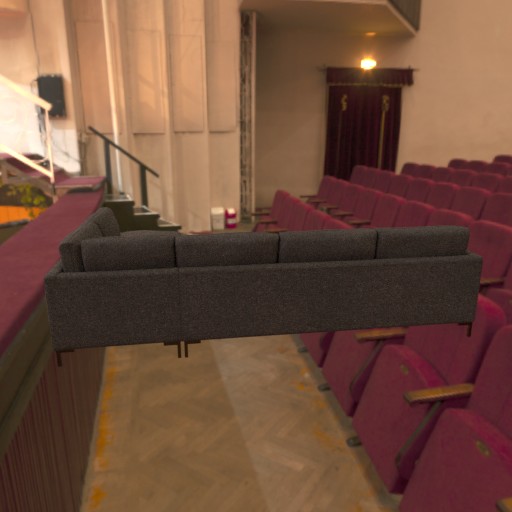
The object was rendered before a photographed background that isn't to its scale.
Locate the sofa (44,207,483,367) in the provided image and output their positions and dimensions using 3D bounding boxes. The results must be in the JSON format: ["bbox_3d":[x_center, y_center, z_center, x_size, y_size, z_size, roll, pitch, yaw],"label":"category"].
[{"bbox_3d":[0.000,0.000,3.858,2.949,0.815,2.007,-2,16,-8],"label":"sofa"}]
